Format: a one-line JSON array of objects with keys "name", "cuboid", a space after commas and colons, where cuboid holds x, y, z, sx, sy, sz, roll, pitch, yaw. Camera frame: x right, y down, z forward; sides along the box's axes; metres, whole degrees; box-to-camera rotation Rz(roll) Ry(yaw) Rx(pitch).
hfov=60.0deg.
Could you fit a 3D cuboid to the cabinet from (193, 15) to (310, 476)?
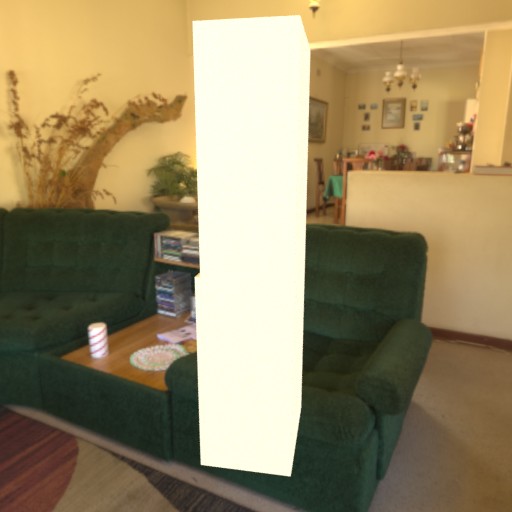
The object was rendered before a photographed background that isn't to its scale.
[{"name": "cabinet", "cuboid": [0.000, 0.000, 1.487, 0.300, 1.350, 0.400, 2, 13, 10]}]
